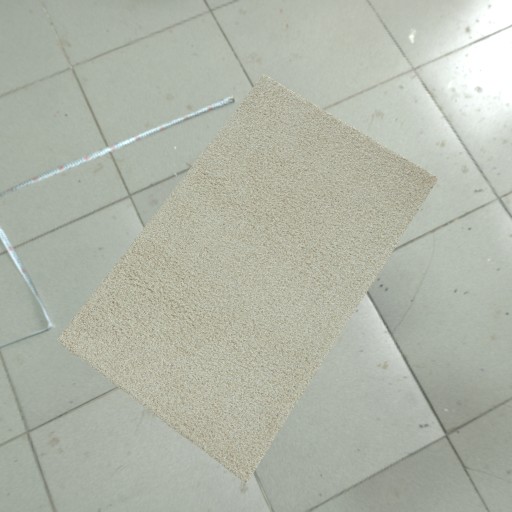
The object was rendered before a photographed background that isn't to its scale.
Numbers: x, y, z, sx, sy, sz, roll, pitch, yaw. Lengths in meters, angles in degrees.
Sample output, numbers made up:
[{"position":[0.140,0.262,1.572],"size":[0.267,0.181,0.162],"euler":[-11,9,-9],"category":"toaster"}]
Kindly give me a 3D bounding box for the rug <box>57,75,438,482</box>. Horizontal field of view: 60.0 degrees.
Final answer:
[{"position":[0.000,0.000,3.056],"size":[1.524,0.030,2.438],"euler":[34,78,8],"category":"rug"}]
